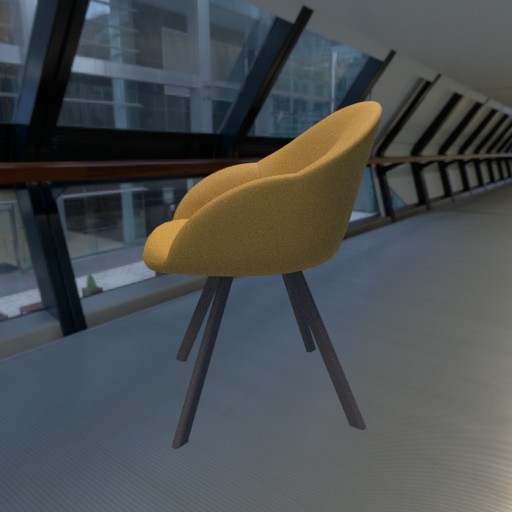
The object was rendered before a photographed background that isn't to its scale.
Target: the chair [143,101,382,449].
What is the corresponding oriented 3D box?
[{"bbox_3d":[0.000,0.000,1.193,0.583,0.793,0.551,-2,14,-9],"label":"chair"}]
